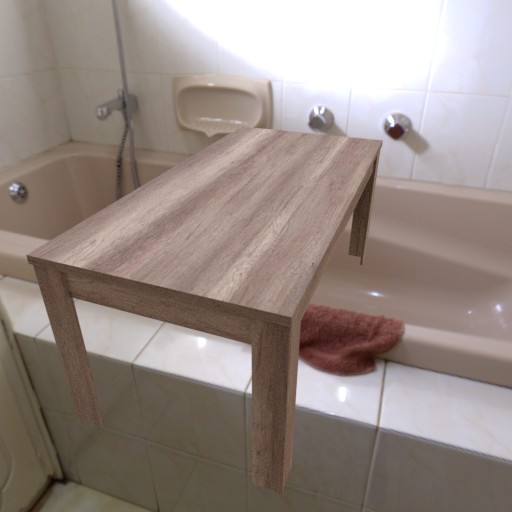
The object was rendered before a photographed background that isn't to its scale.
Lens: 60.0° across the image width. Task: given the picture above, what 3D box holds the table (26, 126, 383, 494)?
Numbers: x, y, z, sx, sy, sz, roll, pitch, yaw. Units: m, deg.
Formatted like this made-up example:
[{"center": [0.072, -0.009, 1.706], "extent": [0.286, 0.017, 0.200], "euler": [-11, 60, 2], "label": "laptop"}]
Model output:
[{"center": [0.000, 0.000, 2.219], "extent": [0.900, 0.790, 1.800], "euler": [11, 32, 18], "label": "table"}]
